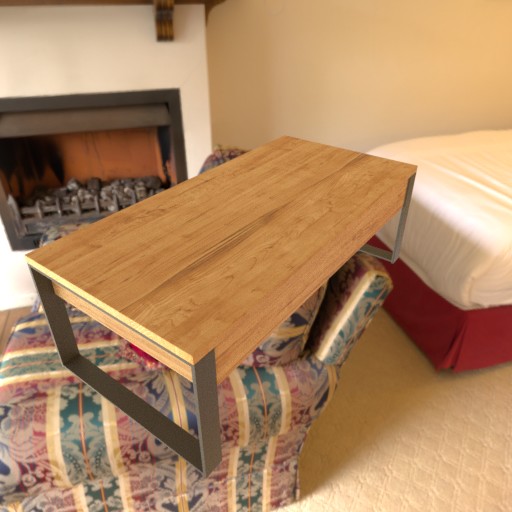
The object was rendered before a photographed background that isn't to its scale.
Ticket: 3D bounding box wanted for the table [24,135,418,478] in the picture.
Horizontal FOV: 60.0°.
[{"bbox_3d":[0.000,0.000,1.474,0.590,0.400,1.180,22,39,30],"label":"table"}]
